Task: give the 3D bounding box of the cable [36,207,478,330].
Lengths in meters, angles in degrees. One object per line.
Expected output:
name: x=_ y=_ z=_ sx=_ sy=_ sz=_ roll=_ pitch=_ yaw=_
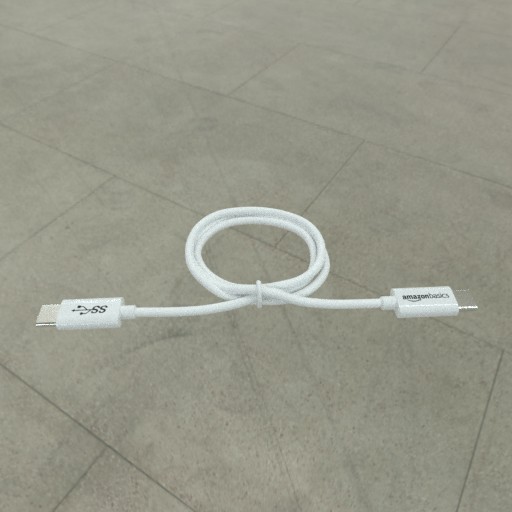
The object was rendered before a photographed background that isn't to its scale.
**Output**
cable: x=0.000 y=0.000 z=0.207 sx=0.186 sy=0.014 sz=0.070 roll=-2 pitch=47 yaw=-2
